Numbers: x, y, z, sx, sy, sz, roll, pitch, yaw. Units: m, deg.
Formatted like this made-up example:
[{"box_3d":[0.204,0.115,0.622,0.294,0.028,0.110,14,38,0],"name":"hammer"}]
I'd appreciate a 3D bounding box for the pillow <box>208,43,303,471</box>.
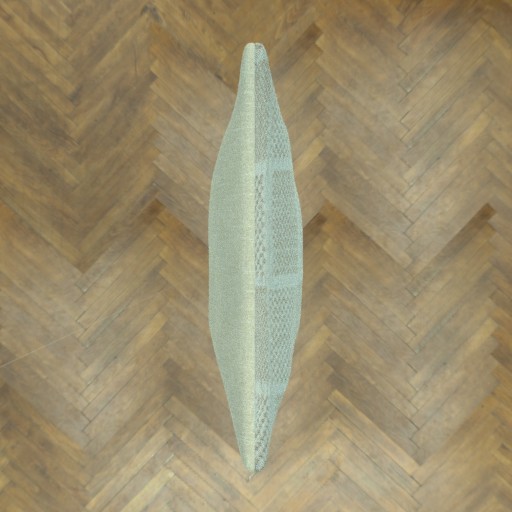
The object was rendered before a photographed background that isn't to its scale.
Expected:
[{"box_3d":[0.000,0.000,0.659,0.138,0.432,0.436,0,91,0],"name":"pillow"}]
